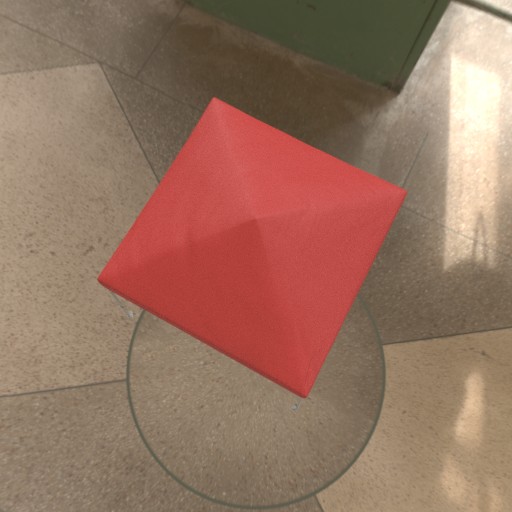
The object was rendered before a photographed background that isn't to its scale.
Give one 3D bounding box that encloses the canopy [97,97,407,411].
[{"bbox_3d":[0.000,0.000,6.829,3.599,3.600,3.600,28,78,7],"label":"canopy"}]
